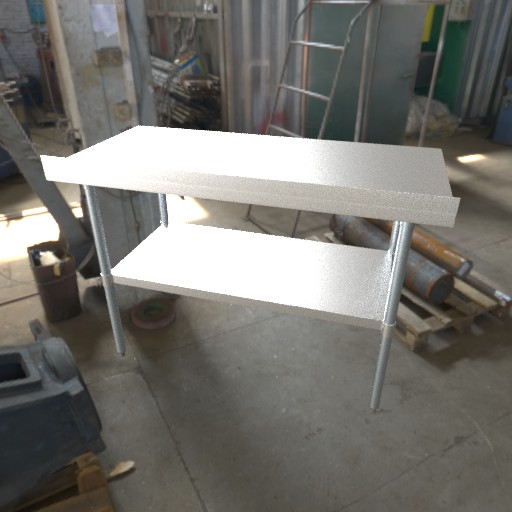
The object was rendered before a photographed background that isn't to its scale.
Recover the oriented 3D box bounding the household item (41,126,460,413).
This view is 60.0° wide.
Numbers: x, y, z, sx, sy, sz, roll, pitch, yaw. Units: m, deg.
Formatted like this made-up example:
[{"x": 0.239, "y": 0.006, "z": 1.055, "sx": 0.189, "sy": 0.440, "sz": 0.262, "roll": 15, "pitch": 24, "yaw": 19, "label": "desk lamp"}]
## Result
[{"x": 0.000, "y": 0.000, "z": 1.693, "sx": 1.219, "sy": 0.851, "sz": 0.610, "roll": 8, "pitch": 31, "yaw": 14, "label": "household item"}]
